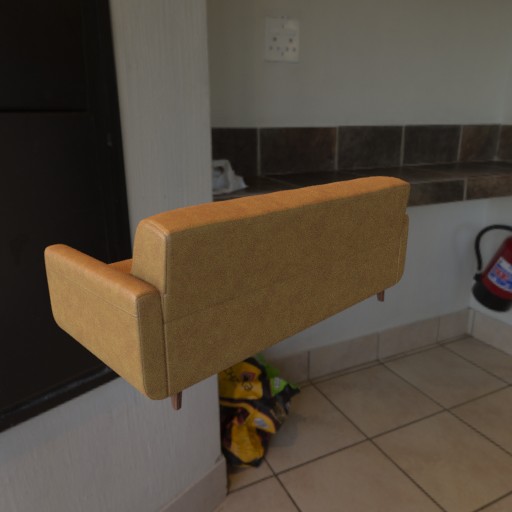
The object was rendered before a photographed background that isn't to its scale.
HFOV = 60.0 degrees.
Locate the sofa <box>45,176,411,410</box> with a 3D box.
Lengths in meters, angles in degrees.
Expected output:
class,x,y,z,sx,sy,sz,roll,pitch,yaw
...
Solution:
class,x,y,z,sx,sy,sz,roll,pitch,yaw
sofa,0.000,0.000,2.709,2.137,0.892,0.980,-16,24,-42
